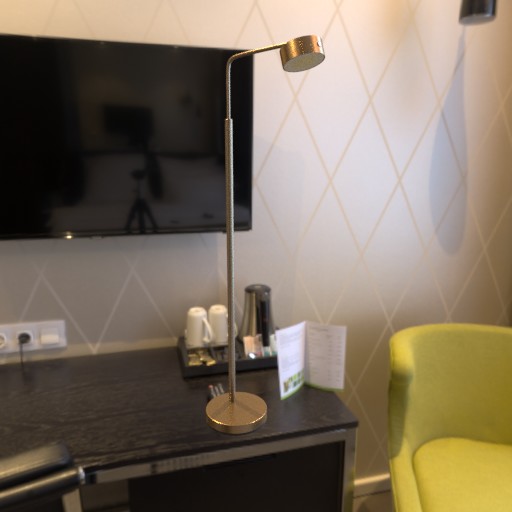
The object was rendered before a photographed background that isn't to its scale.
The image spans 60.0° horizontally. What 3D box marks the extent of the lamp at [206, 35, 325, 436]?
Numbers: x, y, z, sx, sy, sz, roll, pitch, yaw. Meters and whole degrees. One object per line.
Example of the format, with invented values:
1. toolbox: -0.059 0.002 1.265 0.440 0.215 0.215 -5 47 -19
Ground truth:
1. lamp: 0.000 0.000 1.402 0.219 1.230 0.418 -12 18 -44
